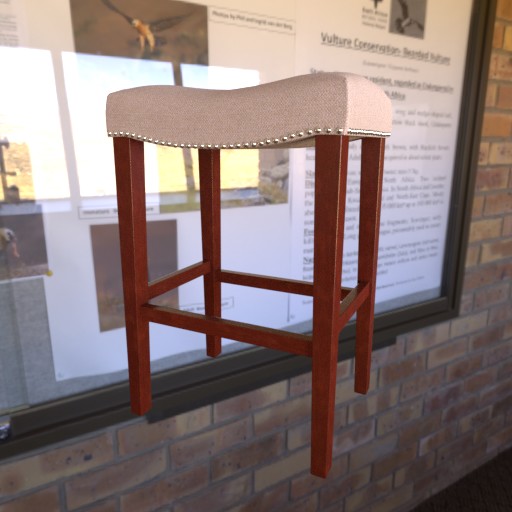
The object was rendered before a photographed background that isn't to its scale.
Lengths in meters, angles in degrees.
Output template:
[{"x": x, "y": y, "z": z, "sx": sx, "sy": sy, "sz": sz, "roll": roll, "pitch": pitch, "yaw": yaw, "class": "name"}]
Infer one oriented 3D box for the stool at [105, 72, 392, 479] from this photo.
[{"x": 0.000, "y": 0.000, "z": 1.012, "sx": 0.504, "sy": 0.742, "sz": 0.372, "roll": 7, "pitch": 16, "yaw": 26, "class": "stool"}]
